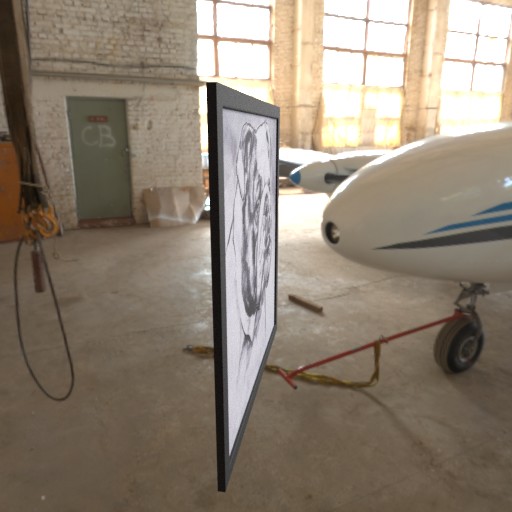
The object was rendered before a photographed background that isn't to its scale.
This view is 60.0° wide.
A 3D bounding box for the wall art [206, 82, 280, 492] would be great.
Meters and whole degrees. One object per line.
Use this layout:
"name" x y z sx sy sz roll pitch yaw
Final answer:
"wall art" 0.000 0.000 0.835 0.012 0.558 0.562 3 16 10
